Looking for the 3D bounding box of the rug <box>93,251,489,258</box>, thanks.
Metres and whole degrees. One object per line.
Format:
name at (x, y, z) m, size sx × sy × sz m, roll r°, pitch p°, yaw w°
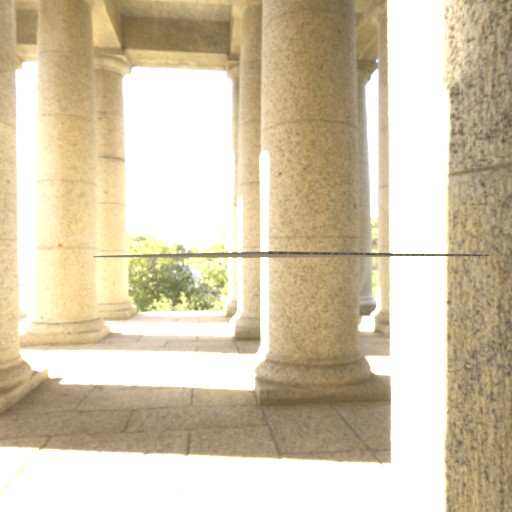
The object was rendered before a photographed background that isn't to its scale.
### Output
rug at (0.000, 0.000, 3.090) m, size 1.548 × 0.013 × 2.486 m, roll 0°, pitch -1°, yaw -36°
